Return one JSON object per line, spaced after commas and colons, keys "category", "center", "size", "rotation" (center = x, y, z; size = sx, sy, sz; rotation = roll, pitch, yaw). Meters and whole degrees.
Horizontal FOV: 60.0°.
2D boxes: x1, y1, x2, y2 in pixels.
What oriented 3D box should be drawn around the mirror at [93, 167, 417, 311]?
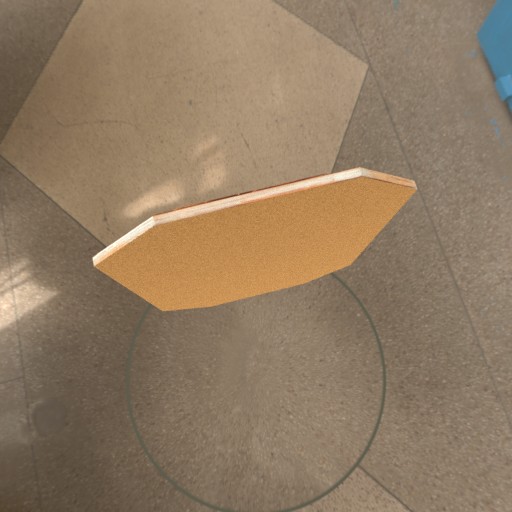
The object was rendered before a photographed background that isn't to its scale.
{"category": "mirror", "center": [0.000, 0.000, 1.296], "size": [0.709, 1.015, 0.061], "rotation": [-14, 76, -4]}
